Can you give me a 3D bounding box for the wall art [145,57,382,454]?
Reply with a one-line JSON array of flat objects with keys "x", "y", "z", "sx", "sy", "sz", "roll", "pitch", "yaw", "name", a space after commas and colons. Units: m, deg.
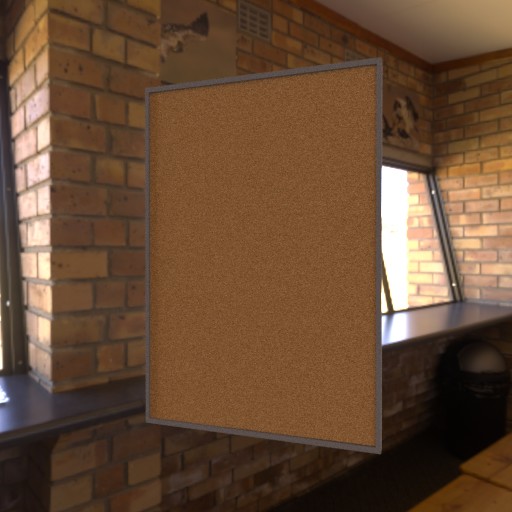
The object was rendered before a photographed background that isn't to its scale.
[{"x": 0.000, "y": 0.000, "z": 0.936, "sx": 0.511, "sy": 0.753, "sz": 0.039, "roll": 0, "pitch": 0, "yaw": 18, "name": "wall art"}]
